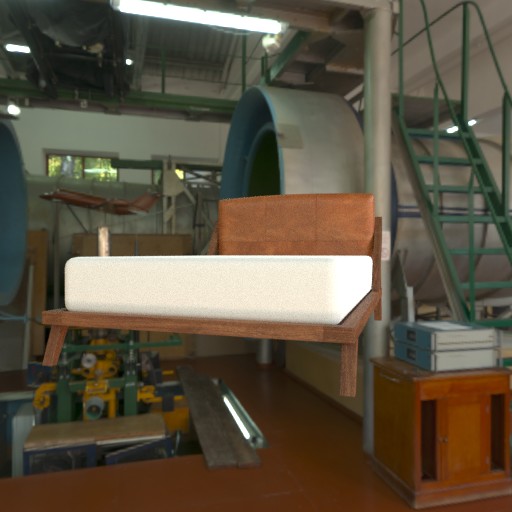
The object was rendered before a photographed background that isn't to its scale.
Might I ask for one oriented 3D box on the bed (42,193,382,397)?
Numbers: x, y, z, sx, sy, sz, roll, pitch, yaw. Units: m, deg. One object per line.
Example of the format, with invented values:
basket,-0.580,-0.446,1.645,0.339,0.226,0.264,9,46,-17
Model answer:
bed,0.000,0.000,3.214,1.651,1.168,2.311,0,0,19
